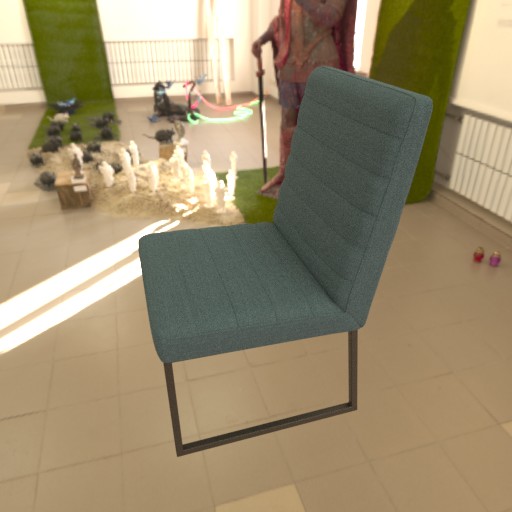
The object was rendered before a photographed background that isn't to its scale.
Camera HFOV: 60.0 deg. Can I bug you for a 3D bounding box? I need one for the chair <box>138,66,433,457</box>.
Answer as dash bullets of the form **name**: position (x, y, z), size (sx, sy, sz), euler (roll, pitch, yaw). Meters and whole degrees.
- **chair**: position (0.000, 0.000, 1.257), size (0.634, 0.930, 0.520), euler (-9, 32, -15)
